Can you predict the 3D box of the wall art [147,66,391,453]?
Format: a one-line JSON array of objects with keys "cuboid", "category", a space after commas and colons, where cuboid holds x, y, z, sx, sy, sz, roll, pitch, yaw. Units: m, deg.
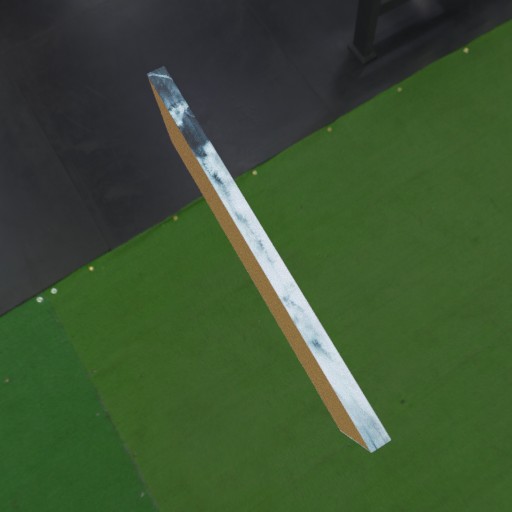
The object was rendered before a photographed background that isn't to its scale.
[{"cuboid": [0.000, 0.000, 0.872, 0.037, 0.251, 0.759, -29, 77, -7], "category": "wall art"}]
